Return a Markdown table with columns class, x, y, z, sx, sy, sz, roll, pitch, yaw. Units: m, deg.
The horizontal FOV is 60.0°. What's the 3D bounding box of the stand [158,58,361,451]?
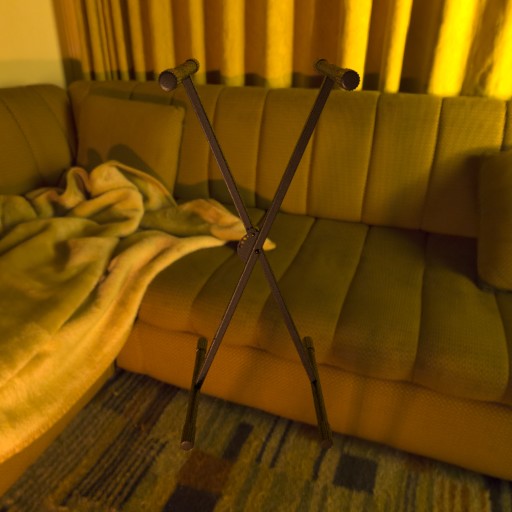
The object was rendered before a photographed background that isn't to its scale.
| class | x | y | z | sx | sy | sz | roll | pitch | yaw |
| --- | --- | --- | --- | --- | --- | --- | --- | --- | --- |
| stand | 0.000 | 0.000 | 1.175 | 0.409 | 0.940 | 0.449 | 0 | 27 | -1 |
